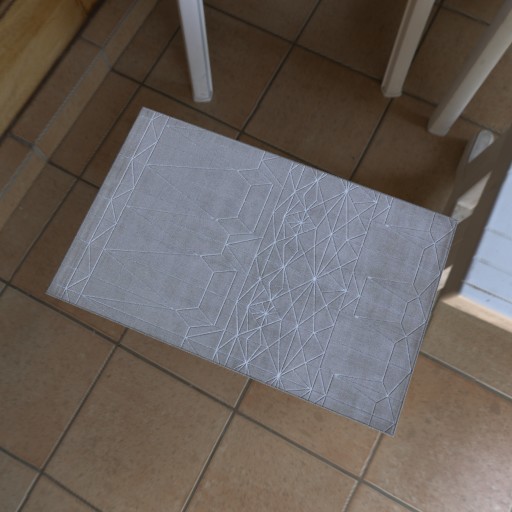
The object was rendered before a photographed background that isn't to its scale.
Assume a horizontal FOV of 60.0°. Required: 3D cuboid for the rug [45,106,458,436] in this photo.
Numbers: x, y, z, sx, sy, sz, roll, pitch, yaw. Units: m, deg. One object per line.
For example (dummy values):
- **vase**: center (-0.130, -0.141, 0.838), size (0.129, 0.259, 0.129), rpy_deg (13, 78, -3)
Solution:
- **rug**: center (0.000, 0.000, 3.037), size (2.438, 0.012, 1.524), rpy_deg (21, 77, 5)
